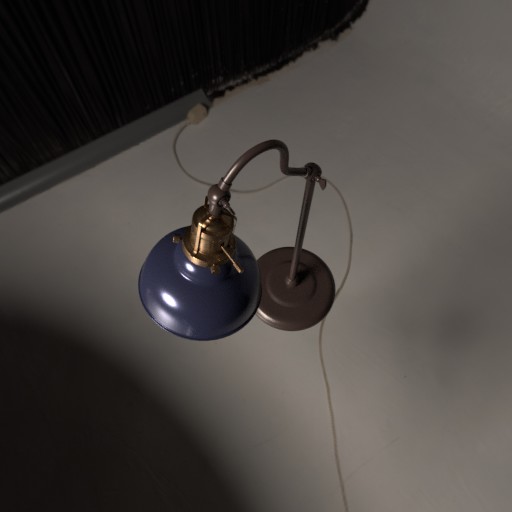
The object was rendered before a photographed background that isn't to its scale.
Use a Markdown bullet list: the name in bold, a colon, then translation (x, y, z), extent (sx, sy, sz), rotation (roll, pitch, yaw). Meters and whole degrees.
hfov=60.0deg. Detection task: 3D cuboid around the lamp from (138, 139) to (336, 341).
- **lamp**: translation (0.000, 0.000, 0.701), extent (0.374, 0.508, 0.192), rotation (-33, 67, -15)
